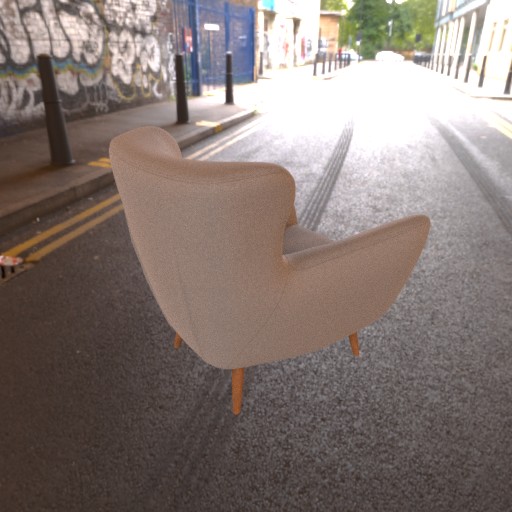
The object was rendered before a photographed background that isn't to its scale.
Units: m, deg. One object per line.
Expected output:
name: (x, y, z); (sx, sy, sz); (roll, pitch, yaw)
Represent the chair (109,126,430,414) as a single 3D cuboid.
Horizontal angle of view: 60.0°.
chair: (0.000, 0.000, 1.649); (0.889, 0.889, 0.890); (-17, 30, -32)
